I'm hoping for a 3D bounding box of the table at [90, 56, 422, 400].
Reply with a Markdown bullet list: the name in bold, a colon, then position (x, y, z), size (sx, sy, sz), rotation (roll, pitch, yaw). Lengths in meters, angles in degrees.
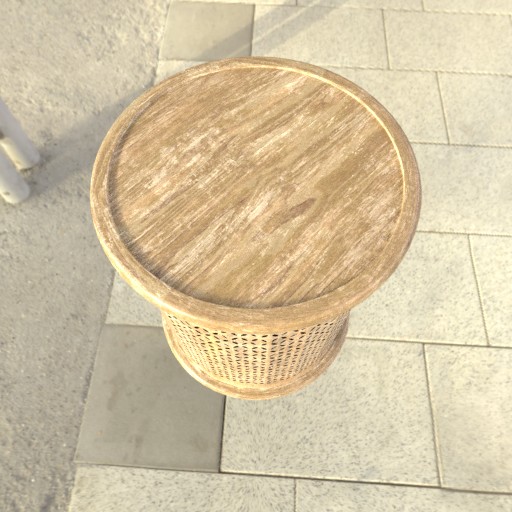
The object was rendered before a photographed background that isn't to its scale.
- **table**: position (0.000, 0.000, 0.758), size (0.407, 0.482, 0.407), rotation (0, 64, 0)
